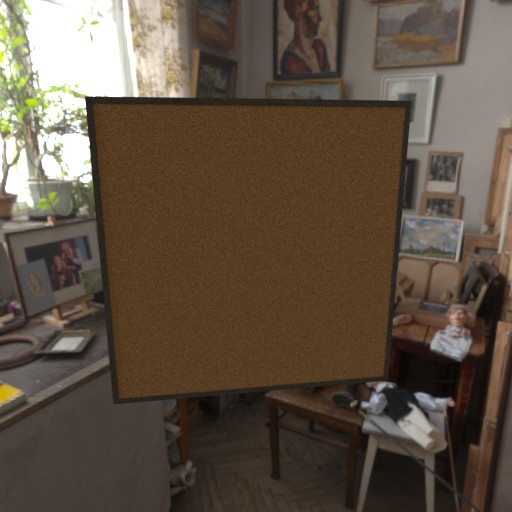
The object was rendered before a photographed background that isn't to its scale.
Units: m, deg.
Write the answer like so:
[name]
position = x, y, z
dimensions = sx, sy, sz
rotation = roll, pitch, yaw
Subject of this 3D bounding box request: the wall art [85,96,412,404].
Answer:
[wall art]
position = 0.000, 0.000, 1.133
dimensions = 0.758, 0.758, 0.039
rotation = -2, 15, -9
